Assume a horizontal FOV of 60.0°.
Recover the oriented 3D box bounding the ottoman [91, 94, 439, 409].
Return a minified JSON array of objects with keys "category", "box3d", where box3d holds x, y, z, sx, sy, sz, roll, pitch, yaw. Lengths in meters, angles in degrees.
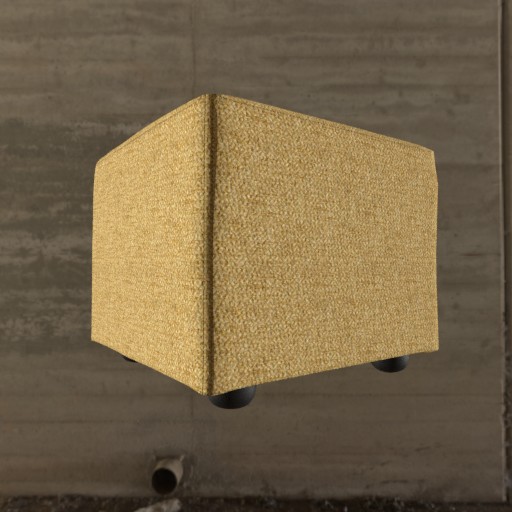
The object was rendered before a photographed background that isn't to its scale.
[{"category":"ottoman","box3d":[0.000,0.000,0.884,0.512,0.441,0.505,1,-1,-36]}]
